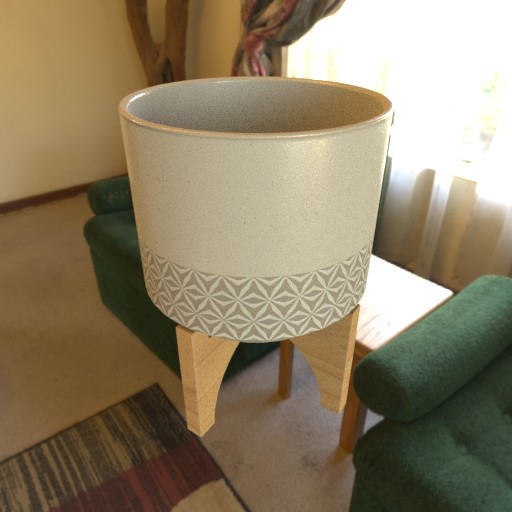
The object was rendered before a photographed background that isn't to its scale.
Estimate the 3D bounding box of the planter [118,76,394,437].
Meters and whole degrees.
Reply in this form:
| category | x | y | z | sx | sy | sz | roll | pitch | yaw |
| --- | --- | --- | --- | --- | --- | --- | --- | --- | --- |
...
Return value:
| category | x | y | z | sx | sy | sz | roll | pitch | yaw |
| --- | --- | --- | --- | --- | --- | --- | --- | --- | --- |
| planter | 0.000 | 0.000 | 0.501 | 0.249 | 0.343 | 0.249 | 0 | 31 | 0 |
